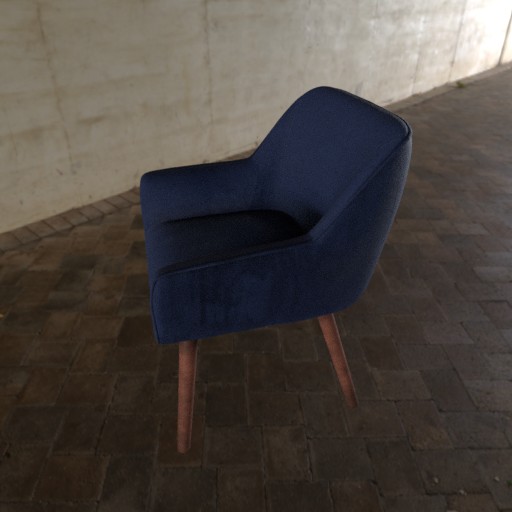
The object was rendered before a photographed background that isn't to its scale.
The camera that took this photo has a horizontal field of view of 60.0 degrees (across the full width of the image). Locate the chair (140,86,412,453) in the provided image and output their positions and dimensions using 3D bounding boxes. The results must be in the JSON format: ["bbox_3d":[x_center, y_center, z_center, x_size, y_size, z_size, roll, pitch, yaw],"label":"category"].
[{"bbox_3d":[0.000,0.000,1.250,0.600,0.820,0.600,-8,32,-12],"label":"chair"}]
